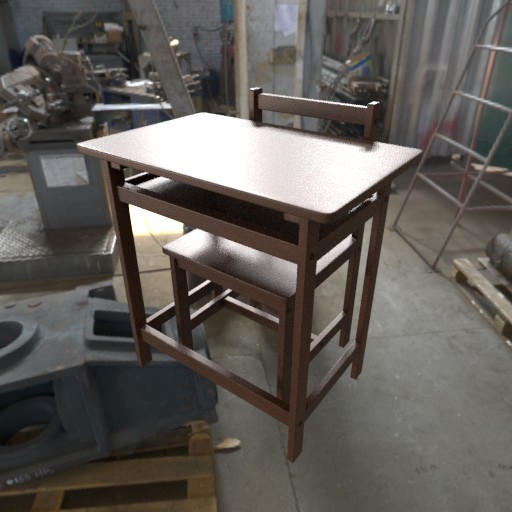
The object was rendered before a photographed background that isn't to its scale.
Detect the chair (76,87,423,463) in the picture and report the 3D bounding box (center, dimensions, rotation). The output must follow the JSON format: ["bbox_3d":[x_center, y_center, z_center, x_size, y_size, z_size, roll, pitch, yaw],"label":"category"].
[{"bbox_3d":[0.000,0.000,1.055,0.599,0.673,0.463,20,35,31],"label":"chair"}]
